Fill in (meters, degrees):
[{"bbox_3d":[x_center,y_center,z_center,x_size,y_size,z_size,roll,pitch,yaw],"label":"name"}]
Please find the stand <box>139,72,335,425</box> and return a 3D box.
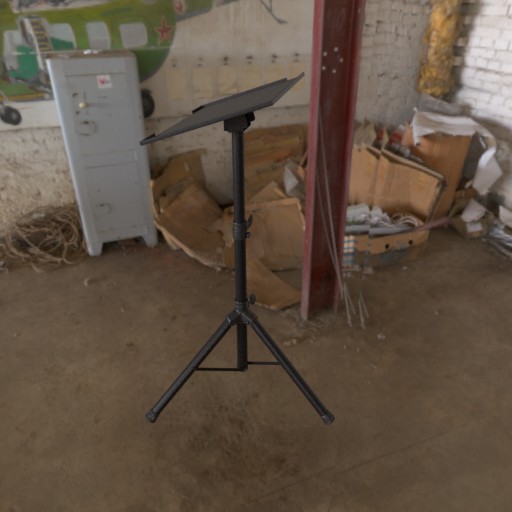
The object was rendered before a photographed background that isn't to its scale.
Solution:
[{"bbox_3d":[0.000,0.000,1.598,0.702,1.198,0.702,8,32,13],"label":"stand"}]
